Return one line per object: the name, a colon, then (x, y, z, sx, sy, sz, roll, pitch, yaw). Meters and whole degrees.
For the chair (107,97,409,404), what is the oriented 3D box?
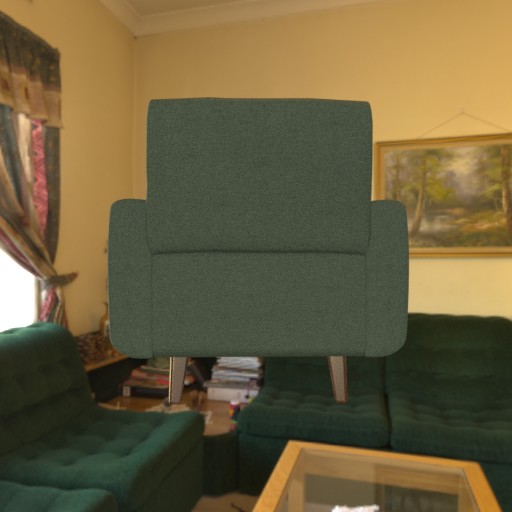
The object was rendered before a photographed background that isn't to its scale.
chair: (0.000, 0.000, 1.584, 0.831, 0.841, 0.909, 0, -1, -1)
